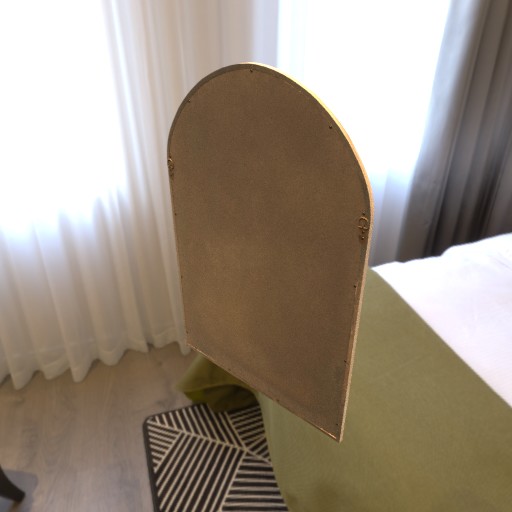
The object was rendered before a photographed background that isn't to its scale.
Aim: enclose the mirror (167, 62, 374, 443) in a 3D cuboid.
[{"bbox_3d":[0.000,0.000,1.139,0.609,0.915,0.032,23,37,34],"label":"mirror"}]
